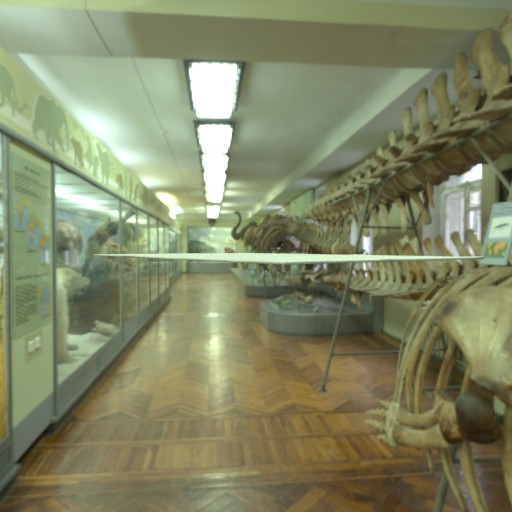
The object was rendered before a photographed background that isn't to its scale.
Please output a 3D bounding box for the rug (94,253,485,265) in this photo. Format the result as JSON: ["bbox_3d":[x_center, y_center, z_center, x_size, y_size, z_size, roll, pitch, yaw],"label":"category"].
[{"bbox_3d":[0.000,0.000,3.136,1.545,0.016,2.460,-1,1,-36],"label":"rug"}]
